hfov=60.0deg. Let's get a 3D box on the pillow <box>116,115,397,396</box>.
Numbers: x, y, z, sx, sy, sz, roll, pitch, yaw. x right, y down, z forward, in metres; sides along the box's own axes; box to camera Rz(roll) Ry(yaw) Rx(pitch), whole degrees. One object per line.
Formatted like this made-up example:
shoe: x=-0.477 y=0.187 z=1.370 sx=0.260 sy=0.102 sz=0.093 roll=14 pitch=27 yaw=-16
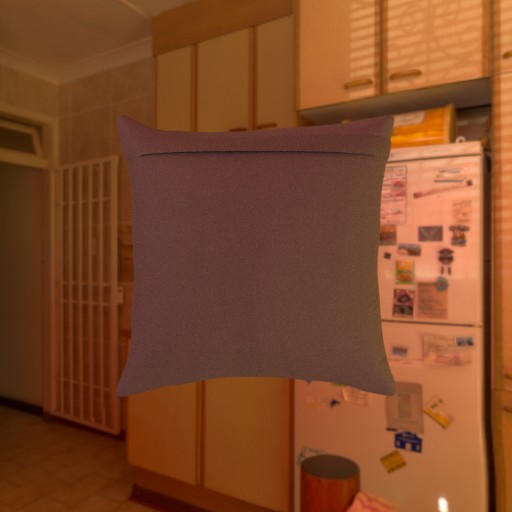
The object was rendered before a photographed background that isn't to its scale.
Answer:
pillow: x=0.000 y=0.000 z=0.641 sx=0.405 sy=0.406 sz=0.173 roll=0 pitch=0 yaw=0
